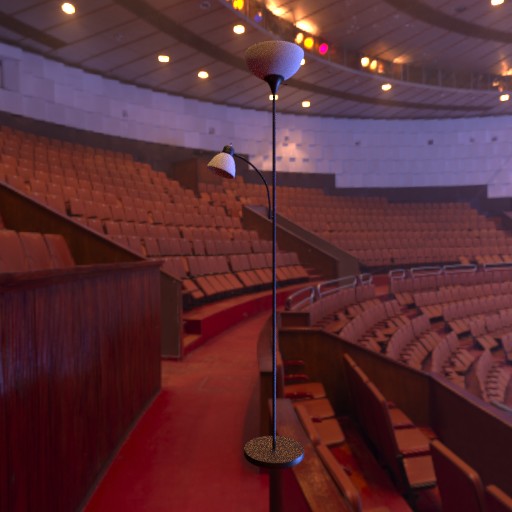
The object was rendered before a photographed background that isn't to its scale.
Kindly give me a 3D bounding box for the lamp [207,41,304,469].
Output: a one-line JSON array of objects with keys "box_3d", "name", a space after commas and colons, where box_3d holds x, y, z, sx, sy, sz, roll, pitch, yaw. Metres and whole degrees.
[{"box_3d": [0.000, 0.000, 1.977, 0.442, 1.804, 0.279, 0, 1, -17], "name": "lamp"}]
